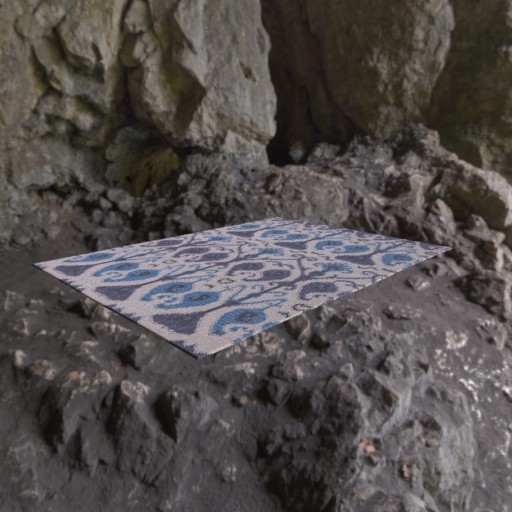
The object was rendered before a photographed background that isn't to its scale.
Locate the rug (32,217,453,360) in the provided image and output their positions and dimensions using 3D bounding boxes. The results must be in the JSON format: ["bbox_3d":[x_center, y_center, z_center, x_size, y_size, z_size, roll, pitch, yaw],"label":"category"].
[{"bbox_3d":[0.000,0.000,2.930,2.261,0.013,1.676,-15,21,-43],"label":"rug"}]
